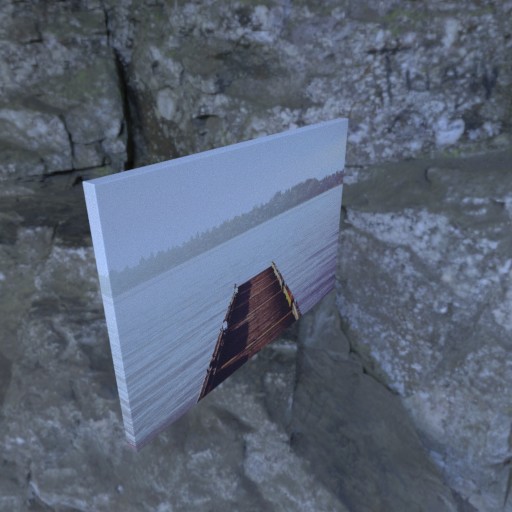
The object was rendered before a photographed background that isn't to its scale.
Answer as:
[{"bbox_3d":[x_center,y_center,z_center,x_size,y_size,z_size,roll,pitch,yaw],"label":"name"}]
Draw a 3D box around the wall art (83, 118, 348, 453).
[{"bbox_3d":[0.000,0.000,1.489,0.040,0.765,1.149,18,31,33],"label":"wall art"}]
